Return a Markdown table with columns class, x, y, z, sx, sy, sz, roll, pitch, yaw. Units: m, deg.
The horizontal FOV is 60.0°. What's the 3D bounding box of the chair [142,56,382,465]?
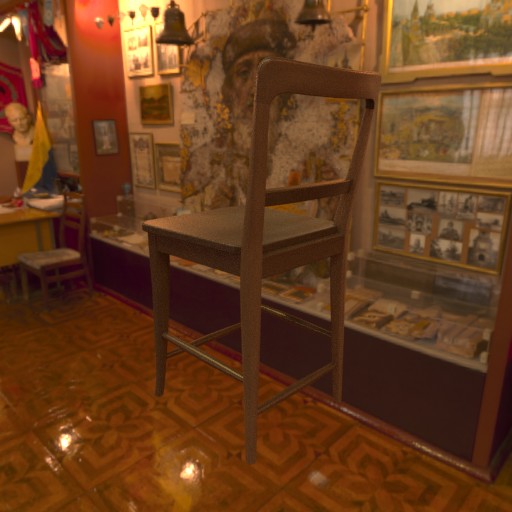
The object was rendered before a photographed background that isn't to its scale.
| class | x | y | z | sx | sy | sz | roll | pitch | yaw |
| --- | --- | --- | --- | --- | --- | --- | --- | --- | --- |
| chair | 0.000 | 0.000 | 1.296 | 0.450 | 0.991 | 0.546 | -15 | 22 | -42 |
